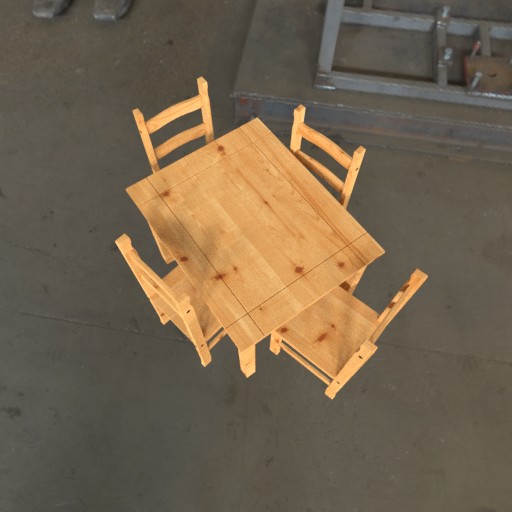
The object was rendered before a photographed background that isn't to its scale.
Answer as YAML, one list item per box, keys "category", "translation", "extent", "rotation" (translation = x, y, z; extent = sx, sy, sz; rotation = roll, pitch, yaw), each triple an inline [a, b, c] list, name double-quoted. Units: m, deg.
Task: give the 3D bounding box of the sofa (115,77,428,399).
- category: "sofa"
  translation: [0.000, 0.000, 2.294]
  extent: [1.144, 1.000, 1.529]
  rotation: [-33, 68, -15]
